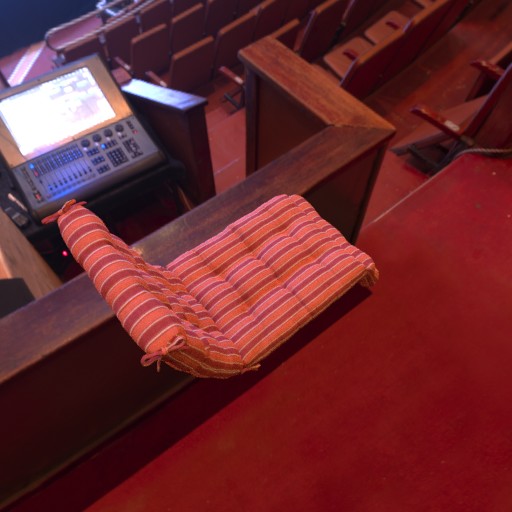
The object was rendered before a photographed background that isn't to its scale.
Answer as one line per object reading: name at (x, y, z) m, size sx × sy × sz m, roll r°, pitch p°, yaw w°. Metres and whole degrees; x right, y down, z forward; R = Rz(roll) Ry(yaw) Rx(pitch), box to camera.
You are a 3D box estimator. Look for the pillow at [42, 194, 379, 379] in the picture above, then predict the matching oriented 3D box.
pillow at (0.000, 0.000, 1.530) m, size 1.016 × 0.863 × 0.526 m, roll -35°, pitch 65°, yaw -19°
